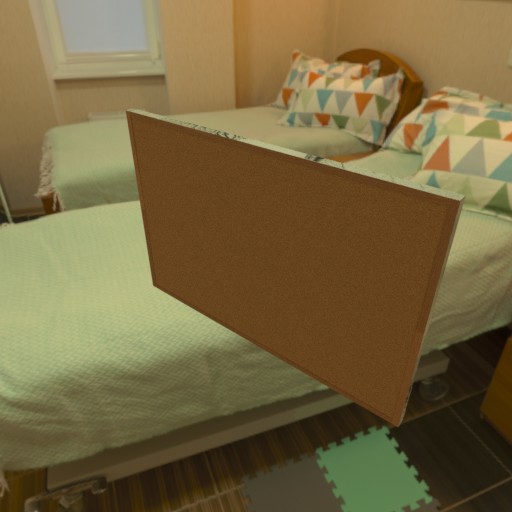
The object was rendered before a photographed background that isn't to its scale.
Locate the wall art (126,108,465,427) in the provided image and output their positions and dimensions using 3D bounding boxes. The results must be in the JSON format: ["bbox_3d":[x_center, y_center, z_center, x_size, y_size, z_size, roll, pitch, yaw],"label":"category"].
[{"bbox_3d":[0.000,0.000,1.454,1.141,0.758,0.035,24,40,32],"label":"wall art"}]
